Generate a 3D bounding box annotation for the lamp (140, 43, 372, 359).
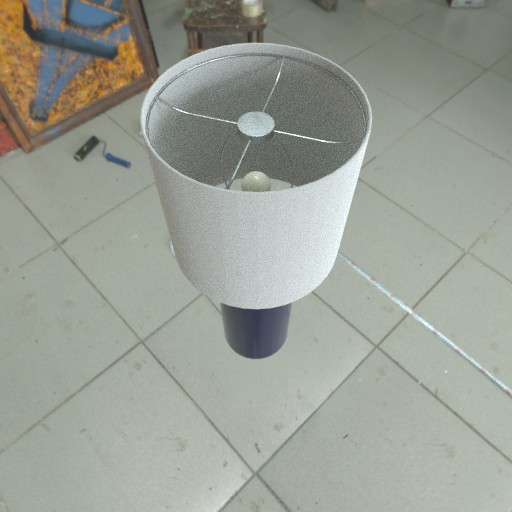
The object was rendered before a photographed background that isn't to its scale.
[{"bbox_3d":[0.000,0.000,0.613,0.212,0.493,0.212,14,57,9],"label":"lamp"}]
